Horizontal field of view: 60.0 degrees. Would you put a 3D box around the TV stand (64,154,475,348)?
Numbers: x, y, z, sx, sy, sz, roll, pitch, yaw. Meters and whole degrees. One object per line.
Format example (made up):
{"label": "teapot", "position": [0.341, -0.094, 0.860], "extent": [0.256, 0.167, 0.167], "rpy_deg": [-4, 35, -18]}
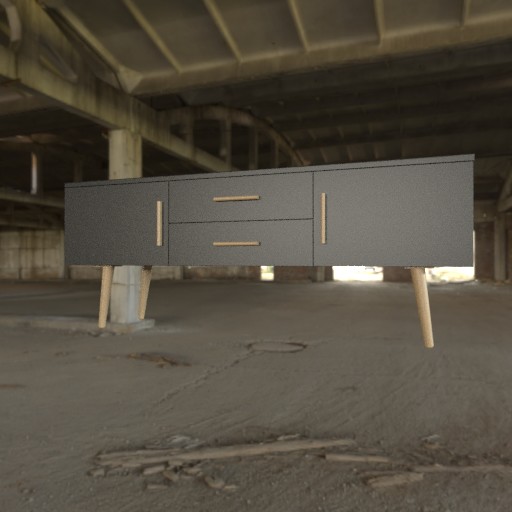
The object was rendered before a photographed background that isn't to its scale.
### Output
{"label": "TV stand", "position": [0.000, 0.000, 1.519], "extent": [1.312, 0.518, 0.390], "rpy_deg": [0, -1, 19]}
